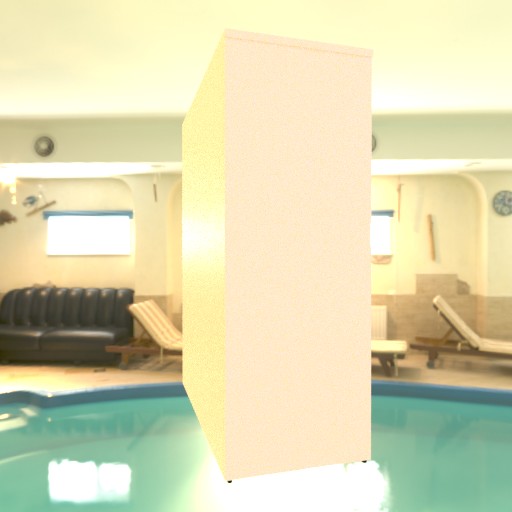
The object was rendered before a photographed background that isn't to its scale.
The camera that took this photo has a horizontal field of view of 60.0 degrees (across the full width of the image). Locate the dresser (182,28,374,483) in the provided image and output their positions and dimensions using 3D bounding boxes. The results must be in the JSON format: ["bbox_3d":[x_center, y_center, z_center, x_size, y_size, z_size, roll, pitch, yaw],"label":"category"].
[{"bbox_3d":[0.000,0.000,1.445,0.380,1.040,0.800,0,1,-16],"label":"dresser"}]
